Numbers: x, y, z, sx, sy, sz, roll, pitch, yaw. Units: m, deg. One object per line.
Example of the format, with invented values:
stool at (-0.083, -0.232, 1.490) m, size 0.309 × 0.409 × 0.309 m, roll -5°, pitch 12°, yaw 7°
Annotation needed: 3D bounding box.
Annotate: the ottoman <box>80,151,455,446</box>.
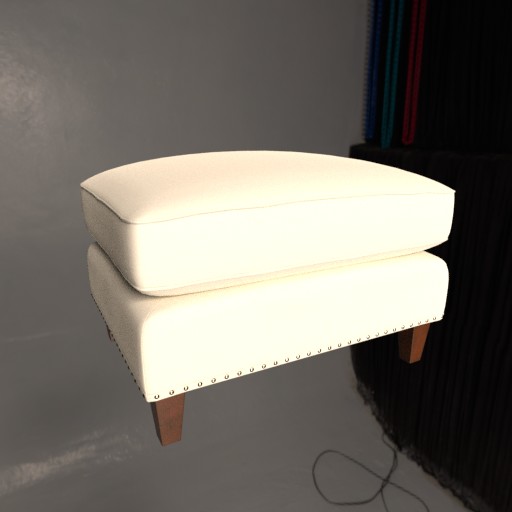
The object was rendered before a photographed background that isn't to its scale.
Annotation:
ottoman at (0.000, 0.000, 1.119) m, size 0.741 × 0.513 × 0.584 m, roll -9°, pitch 18°, yaw -27°
